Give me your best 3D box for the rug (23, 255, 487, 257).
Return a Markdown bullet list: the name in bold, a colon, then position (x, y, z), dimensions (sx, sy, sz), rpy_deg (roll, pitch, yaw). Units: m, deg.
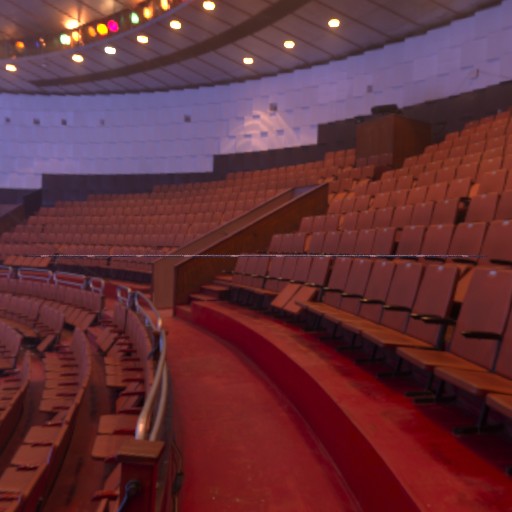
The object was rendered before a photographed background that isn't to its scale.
- **rug**: position (0.000, 0.000, 2.533), dimensions (2.296, 0.006, 0.685), rpy_deg (0, 0, -1)
